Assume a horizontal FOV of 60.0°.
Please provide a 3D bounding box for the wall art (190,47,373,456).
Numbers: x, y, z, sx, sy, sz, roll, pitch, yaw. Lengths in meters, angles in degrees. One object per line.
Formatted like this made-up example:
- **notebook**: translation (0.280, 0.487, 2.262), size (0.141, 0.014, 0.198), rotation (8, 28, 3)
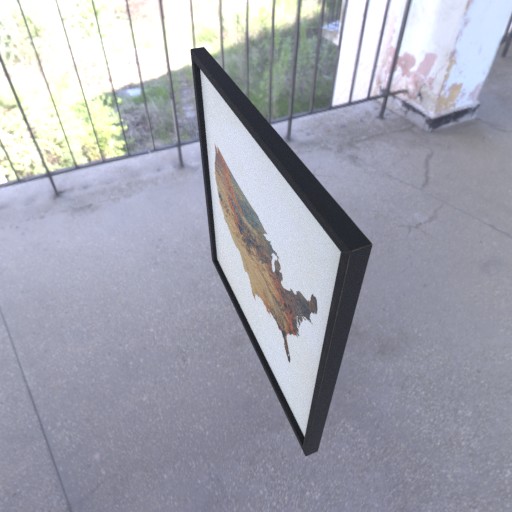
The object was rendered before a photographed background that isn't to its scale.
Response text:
- **wall art**: translation (0.000, 0.000, 0.451), size (0.015, 0.303, 0.304), rotation (-17, 48, -15)
